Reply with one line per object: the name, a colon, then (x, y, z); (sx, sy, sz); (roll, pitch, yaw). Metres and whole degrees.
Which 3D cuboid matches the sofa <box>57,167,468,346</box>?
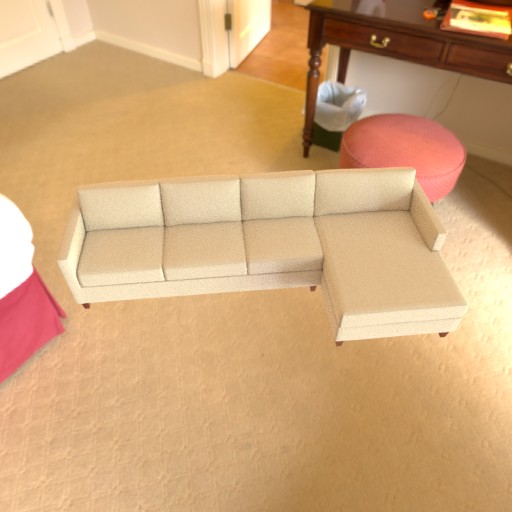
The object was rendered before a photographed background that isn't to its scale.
sofa: (0.000, 0.000, 4.164); (3.471, 0.954, 1.599); (-4, 47, -4)
